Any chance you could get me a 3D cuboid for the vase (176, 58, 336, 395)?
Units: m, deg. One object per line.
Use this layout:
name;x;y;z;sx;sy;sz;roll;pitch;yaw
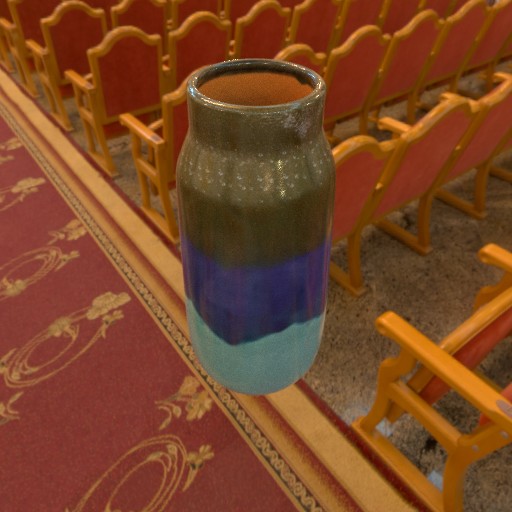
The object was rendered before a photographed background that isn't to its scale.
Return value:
vase;0.000;0.000;0.397;0.139;0.313;0.139;0;42;0
